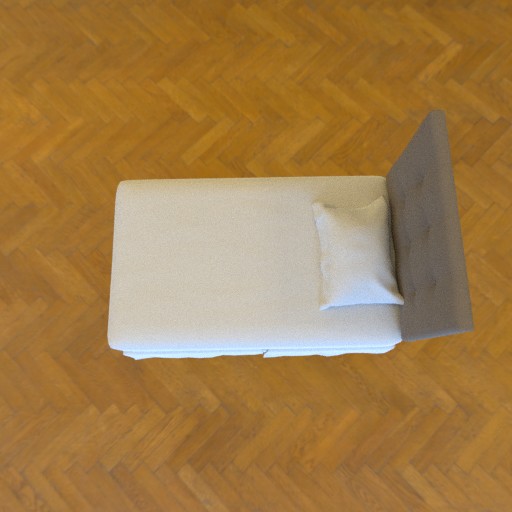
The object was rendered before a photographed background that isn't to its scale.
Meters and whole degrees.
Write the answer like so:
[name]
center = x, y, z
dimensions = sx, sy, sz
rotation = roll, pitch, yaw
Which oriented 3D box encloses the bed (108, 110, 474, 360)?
[bed]
center = 0.000, 0.000, 2.891
dimensions = 1.997, 1.571, 1.261
rotation = -1, 76, 0
